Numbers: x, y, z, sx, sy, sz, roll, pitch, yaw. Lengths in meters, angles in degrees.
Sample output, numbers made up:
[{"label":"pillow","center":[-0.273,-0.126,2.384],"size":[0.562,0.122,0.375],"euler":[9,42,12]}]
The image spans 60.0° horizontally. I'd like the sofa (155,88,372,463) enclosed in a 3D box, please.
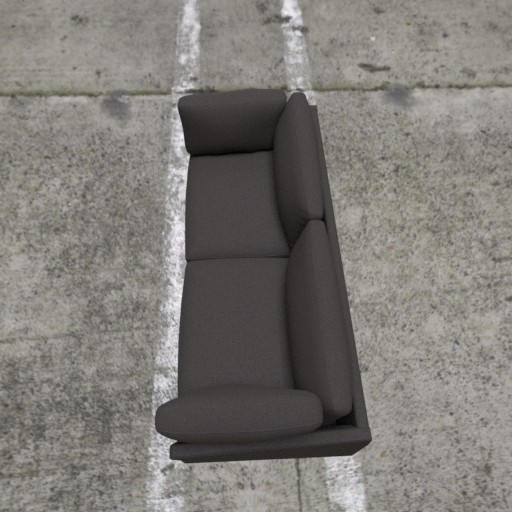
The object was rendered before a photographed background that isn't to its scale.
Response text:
[{"label":"sofa","center":[0.000,0.000,2.746],"size":[0.969,0.792,2.312],"euler":[-2,59,-1]}]
